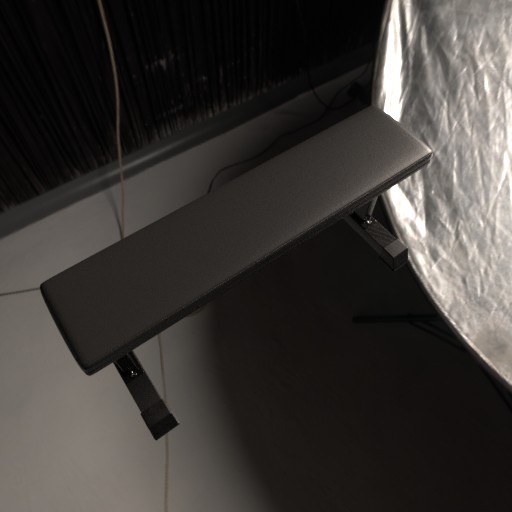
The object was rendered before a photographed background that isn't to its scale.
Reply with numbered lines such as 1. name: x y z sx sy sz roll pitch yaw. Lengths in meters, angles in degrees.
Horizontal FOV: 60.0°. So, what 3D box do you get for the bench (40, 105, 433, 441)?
1. bench: 0.000 0.000 1.306 1.072 0.453 0.439 -32 63 -18
